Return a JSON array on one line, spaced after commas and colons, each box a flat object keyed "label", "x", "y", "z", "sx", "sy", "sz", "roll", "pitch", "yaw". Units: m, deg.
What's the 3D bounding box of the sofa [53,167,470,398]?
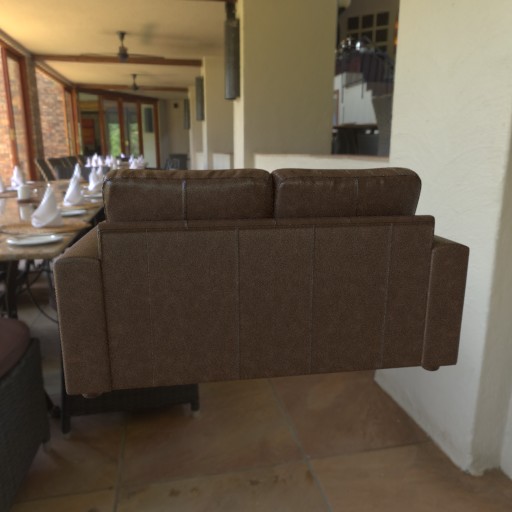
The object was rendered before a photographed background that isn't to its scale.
[{"label": "sofa", "x": 0.000, "y": 0.000, "z": 2.190, "sx": 1.616, "sy": 0.873, "sz": 1.016, "roll": -2, "pitch": 13, "yaw": -9}]
